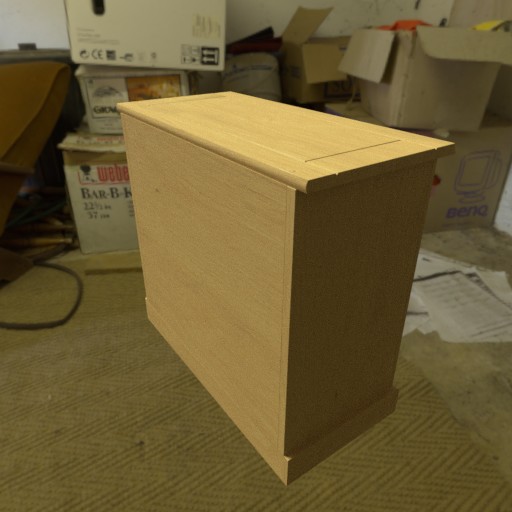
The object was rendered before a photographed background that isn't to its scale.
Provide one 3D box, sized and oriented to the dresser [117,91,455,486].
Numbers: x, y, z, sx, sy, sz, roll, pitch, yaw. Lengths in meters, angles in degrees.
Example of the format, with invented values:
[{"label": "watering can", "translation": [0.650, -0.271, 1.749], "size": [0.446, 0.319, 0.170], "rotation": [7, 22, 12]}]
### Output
[{"label": "dresser", "translation": [0.000, 0.000, 1.390], "size": [0.440, 0.835, 0.915], "rotation": [-19, 34, -31]}]
